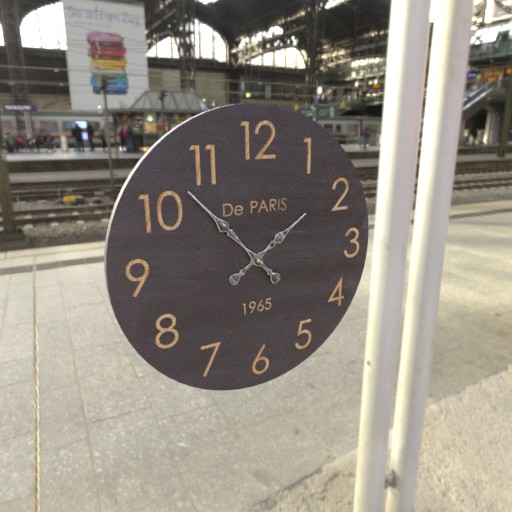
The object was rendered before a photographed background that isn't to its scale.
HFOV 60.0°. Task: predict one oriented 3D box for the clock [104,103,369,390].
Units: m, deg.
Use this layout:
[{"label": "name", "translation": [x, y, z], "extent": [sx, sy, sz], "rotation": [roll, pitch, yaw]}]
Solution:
[{"label": "clock", "translation": [0.000, 0.000, 0.911], "extent": [0.595, 0.595, 0.029], "rotation": [-8, 18, -27]}]
